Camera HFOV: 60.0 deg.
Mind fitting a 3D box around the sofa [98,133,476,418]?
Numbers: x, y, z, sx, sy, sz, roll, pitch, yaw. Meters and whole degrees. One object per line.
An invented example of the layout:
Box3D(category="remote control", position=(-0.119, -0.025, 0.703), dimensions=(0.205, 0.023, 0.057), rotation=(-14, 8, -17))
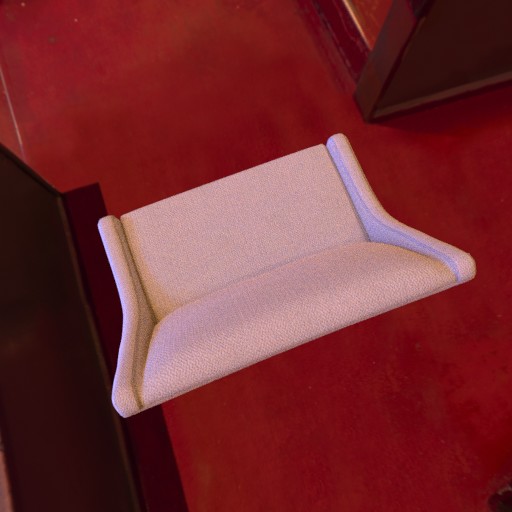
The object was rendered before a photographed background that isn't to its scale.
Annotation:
Box3D(category="sofa", position=(0.000, 0.000, 1.939), dimensions=(1.242, 1.022, 0.870), rotation=(-21, 77, -5))
